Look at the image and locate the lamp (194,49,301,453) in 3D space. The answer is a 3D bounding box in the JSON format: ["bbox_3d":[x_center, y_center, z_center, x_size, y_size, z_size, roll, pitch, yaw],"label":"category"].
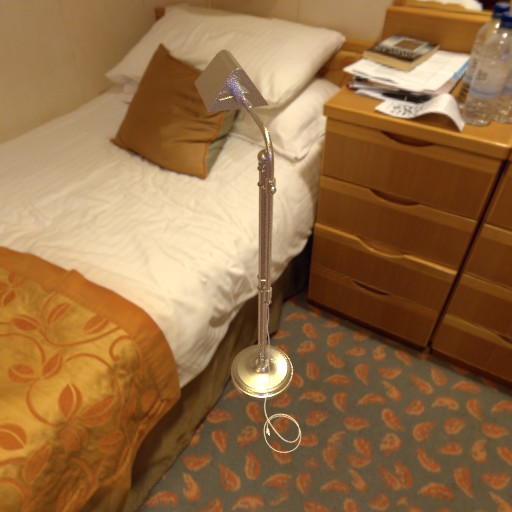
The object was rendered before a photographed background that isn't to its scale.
[{"bbox_3d":[0.000,0.000,0.953,0.159,0.708,0.546,-10,43,-11],"label":"lamp"}]
